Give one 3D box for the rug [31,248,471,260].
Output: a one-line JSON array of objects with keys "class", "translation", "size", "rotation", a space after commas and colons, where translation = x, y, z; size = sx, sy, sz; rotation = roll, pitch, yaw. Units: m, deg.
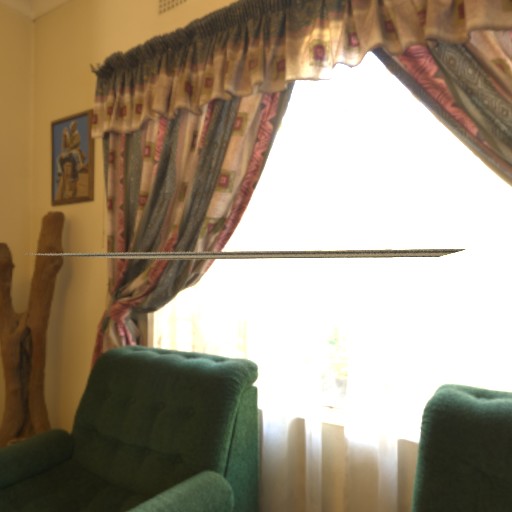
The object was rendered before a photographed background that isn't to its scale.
[{"class": "rug", "translation": [0.000, 0.000, 3.018], "size": [2.453, 0.003, 1.519], "rotation": [-1, -2, 17]}]
